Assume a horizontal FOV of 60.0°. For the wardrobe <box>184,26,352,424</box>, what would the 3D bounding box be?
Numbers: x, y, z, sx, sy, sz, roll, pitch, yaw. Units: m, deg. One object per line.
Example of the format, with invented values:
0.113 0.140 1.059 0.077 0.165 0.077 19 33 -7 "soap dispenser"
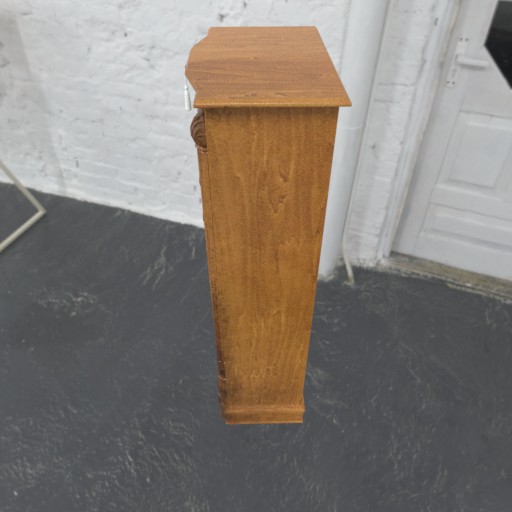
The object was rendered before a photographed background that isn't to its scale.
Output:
0.000 0.000 1.115 0.273 0.959 0.406 -1 41 -1 "wardrobe"
